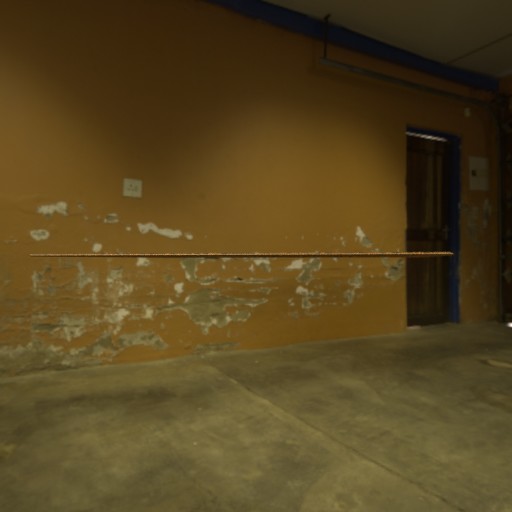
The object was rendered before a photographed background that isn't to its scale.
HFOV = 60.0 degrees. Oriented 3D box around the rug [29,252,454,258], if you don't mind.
[{"bbox_3d":[0.000,0.000,3.852,2.916,0.019,2.043,0,-1,17],"label":"rug"}]
